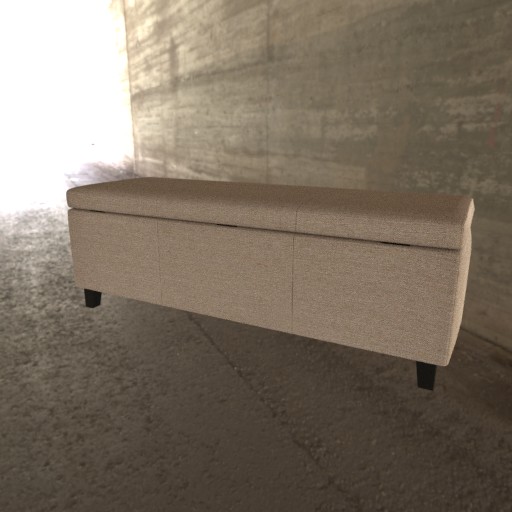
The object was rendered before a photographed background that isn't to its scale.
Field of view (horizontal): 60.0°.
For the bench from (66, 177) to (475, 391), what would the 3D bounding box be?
[{"bbox_3d":[0.000,0.000,1.468,1.269,0.438,0.446,8,18,26],"label":"bench"}]
